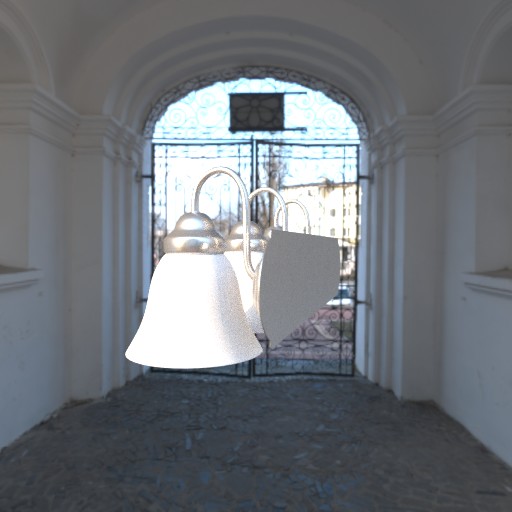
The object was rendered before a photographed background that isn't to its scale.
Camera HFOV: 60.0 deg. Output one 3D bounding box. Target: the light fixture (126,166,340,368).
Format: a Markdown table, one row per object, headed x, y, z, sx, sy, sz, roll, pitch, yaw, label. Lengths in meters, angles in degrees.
| x | y | z | sx | sy | sz | roll | pitch | yaw | label |
| --- | --- | --- | --- | --- | --- | --- | --- | --- | --- |
| 0.000 | 0.000 | 0.719 | 0.199 | 0.222 | 0.610 | 0 | 1 | 17 | light fixture |
